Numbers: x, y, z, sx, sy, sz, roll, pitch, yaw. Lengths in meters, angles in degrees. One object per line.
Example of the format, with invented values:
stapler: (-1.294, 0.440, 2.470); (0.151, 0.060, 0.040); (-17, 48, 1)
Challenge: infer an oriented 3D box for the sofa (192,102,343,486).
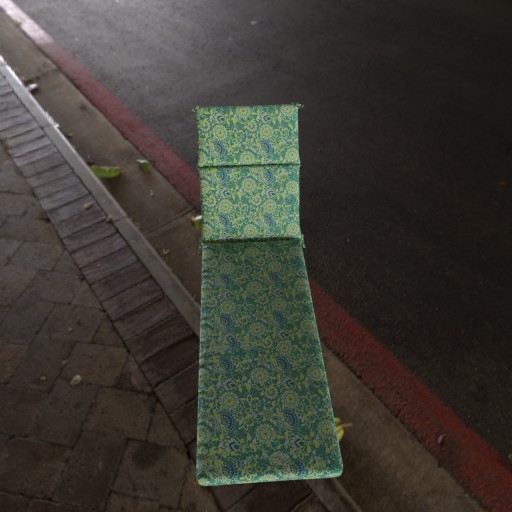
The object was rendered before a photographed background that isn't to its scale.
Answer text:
sofa: (0.000, 0.000, 1.931); (0.582, 0.622, 1.663); (-3, 46, -2)
